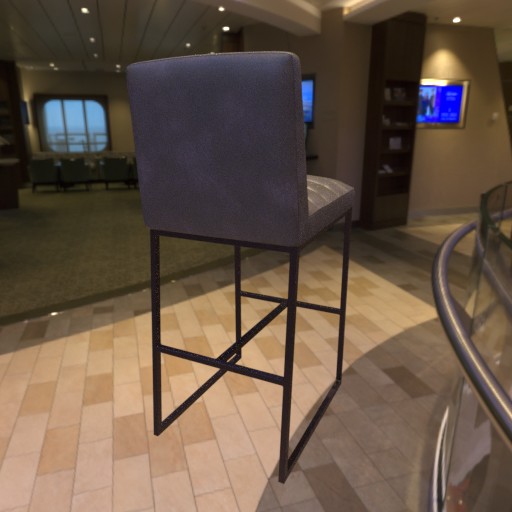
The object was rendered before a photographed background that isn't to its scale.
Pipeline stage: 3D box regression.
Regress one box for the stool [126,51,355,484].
[{"bbox_3d":[0.000,0.000,1.352,0.463,1.065,0.562,8,18,26],"label":"stool"}]
